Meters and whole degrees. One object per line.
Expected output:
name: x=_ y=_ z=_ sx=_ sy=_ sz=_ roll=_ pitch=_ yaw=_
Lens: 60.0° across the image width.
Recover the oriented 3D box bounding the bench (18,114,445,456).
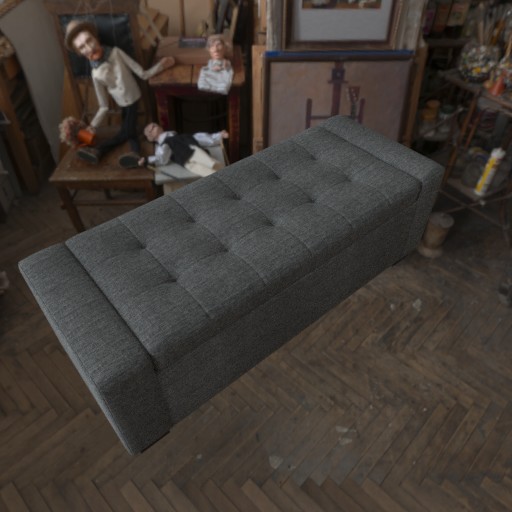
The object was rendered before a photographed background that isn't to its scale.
bench: x=0.000 y=0.000 z=1.509 sx=1.296 sy=0.445 sz=0.508 roll=-31 pitch=53 yaw=-27
